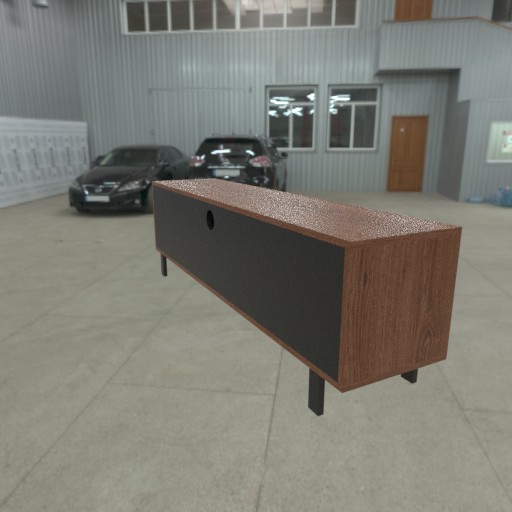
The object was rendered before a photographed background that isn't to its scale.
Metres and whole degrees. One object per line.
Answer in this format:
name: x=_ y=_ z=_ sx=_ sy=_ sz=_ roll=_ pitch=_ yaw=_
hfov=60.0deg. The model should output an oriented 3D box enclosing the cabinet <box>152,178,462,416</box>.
cabinet: x=0.000 y=0.000 z=1.841 sx=0.400 sy=0.500 sz=1.650 roll=-8 pitch=17 yaw=-27
